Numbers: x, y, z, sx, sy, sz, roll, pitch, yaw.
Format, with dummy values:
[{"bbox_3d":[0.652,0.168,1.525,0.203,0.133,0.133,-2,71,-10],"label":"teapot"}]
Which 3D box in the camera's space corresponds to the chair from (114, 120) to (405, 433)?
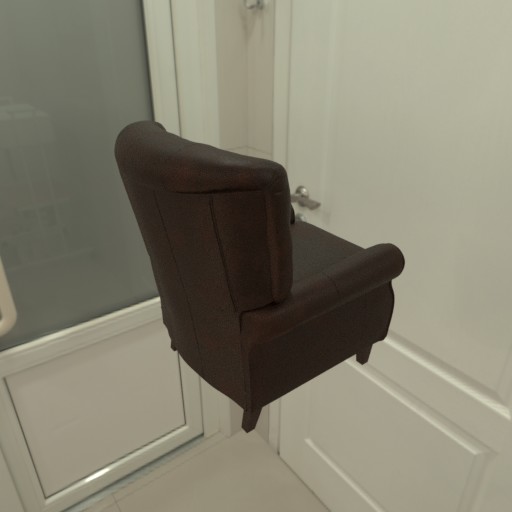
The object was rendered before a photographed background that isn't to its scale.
[{"bbox_3d":[0.000,0.000,1.950,1.058,1.158,0.948,-19,33,-32],"label":"chair"}]
